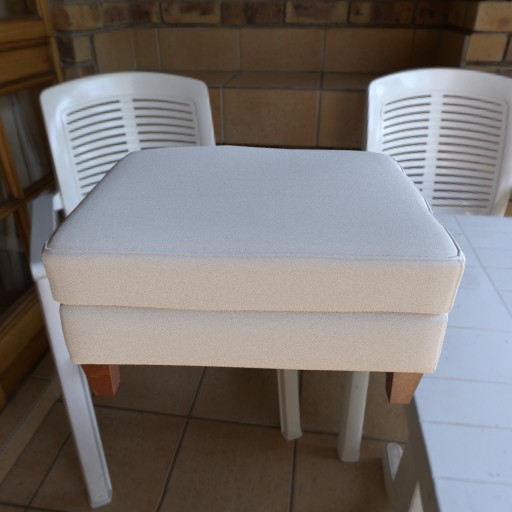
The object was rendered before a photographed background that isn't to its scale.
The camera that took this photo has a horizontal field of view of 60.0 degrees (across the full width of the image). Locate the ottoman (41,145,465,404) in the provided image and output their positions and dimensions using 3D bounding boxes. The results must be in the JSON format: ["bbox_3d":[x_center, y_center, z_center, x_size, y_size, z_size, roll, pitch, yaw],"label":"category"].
[{"bbox_3d":[0.000,0.000,1.174,0.818,0.479,0.634,1,31,2],"label":"ottoman"}]
